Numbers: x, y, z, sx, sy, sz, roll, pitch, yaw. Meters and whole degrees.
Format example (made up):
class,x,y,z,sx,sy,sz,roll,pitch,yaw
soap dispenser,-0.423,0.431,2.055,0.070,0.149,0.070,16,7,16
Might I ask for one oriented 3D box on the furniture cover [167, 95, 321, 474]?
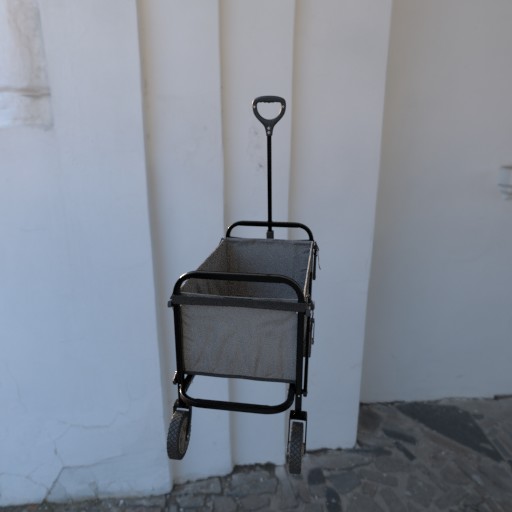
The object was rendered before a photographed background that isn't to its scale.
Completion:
class,x,y,z,sx,sy,sz,roll,pitch,yaw
furniture cover,0.000,0.000,1.839,0.532,1.295,1.038,3,17,9
